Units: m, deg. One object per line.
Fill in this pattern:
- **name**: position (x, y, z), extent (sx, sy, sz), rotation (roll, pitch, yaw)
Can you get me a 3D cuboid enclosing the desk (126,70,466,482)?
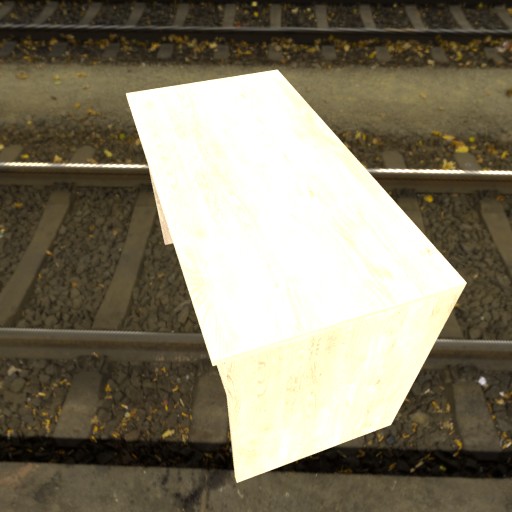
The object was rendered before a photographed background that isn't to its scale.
- **desk**: position (0.000, 0.000, 1.497), extent (0.560, 0.730, 1.100), rotation (-14, 48, -13)
